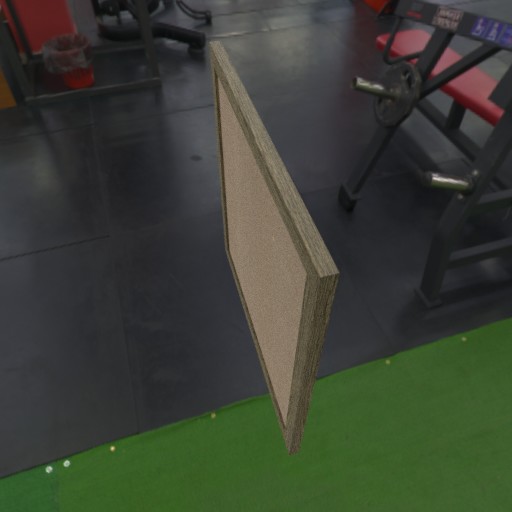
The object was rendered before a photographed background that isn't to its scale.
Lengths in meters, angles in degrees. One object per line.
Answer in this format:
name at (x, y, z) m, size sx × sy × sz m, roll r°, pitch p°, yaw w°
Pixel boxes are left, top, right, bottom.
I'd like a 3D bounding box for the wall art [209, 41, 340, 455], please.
wall art at (0.000, 0.000, 0.756) m, size 0.019 × 0.508 × 0.508 m, roll -12°, pitch 50°, yaw -10°
